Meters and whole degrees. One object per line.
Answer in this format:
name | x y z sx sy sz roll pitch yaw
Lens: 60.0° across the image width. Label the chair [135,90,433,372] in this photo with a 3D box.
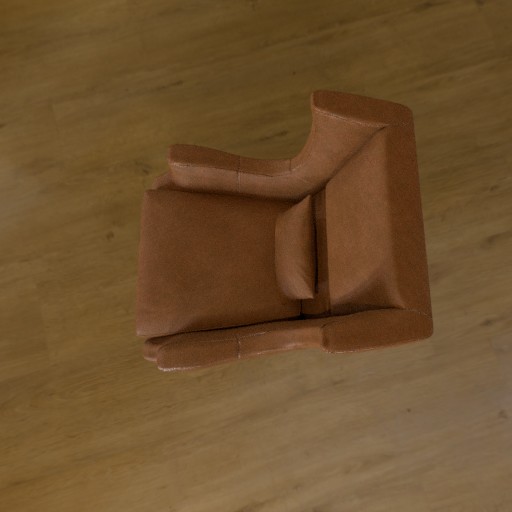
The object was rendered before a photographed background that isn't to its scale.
chair | 0.000 0.000 1.685 0.925 1.016 0.852 0 76 0
